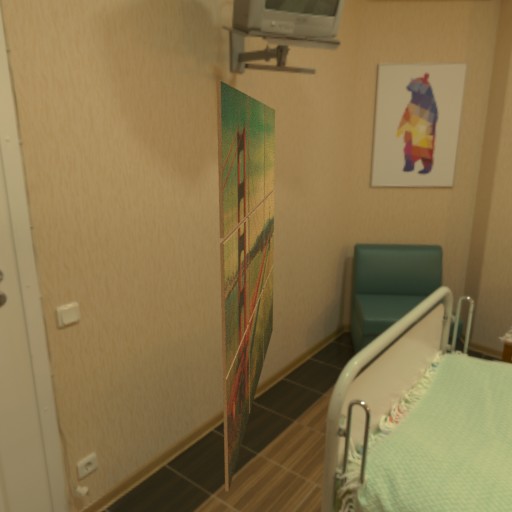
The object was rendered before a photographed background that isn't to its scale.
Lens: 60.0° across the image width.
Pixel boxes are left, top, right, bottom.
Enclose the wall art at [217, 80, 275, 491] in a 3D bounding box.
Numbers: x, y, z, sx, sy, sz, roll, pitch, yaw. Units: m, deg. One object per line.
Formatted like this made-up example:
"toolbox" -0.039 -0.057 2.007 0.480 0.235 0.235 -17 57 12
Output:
"wall art" 0.000 0.000 2.266 0.014 1.507 1.519 2 15 8
